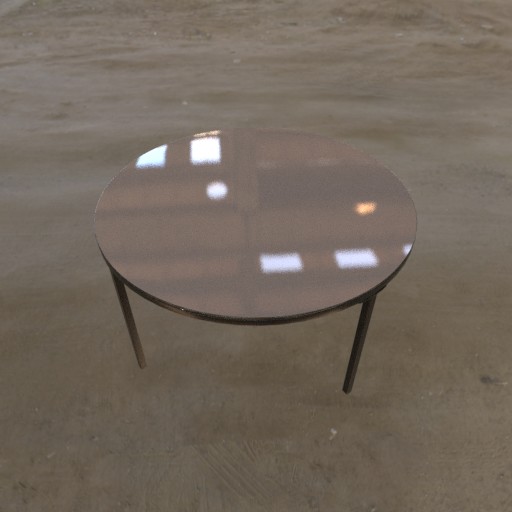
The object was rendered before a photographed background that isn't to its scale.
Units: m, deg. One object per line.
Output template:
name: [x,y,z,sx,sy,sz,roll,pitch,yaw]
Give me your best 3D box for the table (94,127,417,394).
table: [0.000,0.000,1.267,0.800,0.400,0.800,0,42,0]
